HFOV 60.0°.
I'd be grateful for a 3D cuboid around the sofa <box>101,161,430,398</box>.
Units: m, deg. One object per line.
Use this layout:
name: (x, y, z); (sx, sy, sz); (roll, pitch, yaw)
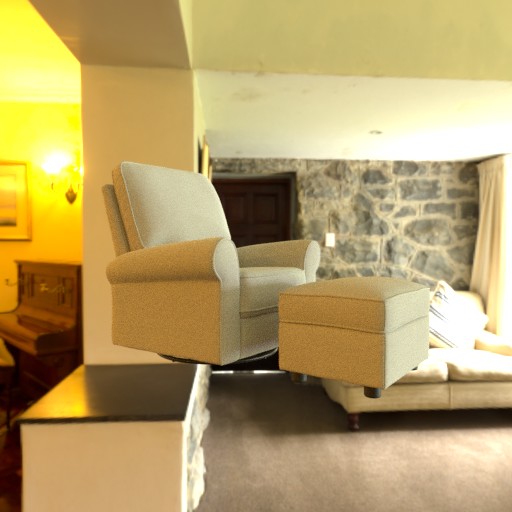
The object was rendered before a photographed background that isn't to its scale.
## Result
sofa: (0.000, 0.000, 2.101); (1.478, 0.959, 0.880); (1, 2, 36)
